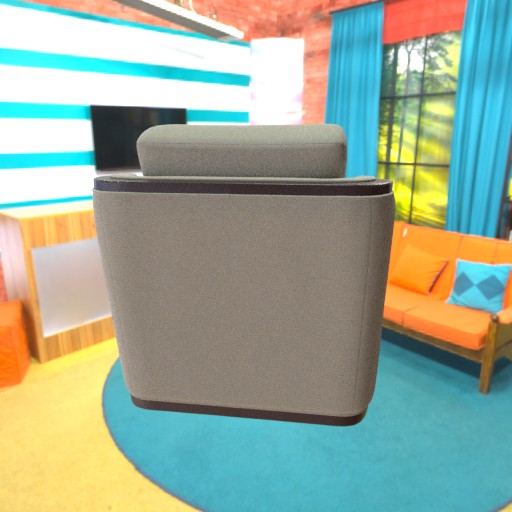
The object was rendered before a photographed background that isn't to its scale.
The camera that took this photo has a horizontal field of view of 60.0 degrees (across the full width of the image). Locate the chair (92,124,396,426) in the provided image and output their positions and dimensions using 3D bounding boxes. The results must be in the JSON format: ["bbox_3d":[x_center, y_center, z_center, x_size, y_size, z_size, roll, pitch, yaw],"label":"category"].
[{"bbox_3d":[0.000,0.000,1.651,0.870,0.930,0.950,2,15,8],"label":"chair"}]
